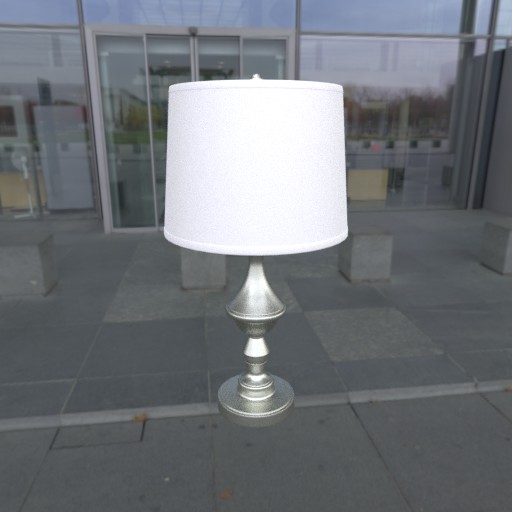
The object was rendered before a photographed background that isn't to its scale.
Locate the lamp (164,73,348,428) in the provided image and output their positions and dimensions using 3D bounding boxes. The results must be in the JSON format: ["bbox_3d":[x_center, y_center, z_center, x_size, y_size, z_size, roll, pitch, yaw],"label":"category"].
[{"bbox_3d":[0.000,0.000,0.957,0.383,0.733,0.383,0,16,0],"label":"lamp"}]
